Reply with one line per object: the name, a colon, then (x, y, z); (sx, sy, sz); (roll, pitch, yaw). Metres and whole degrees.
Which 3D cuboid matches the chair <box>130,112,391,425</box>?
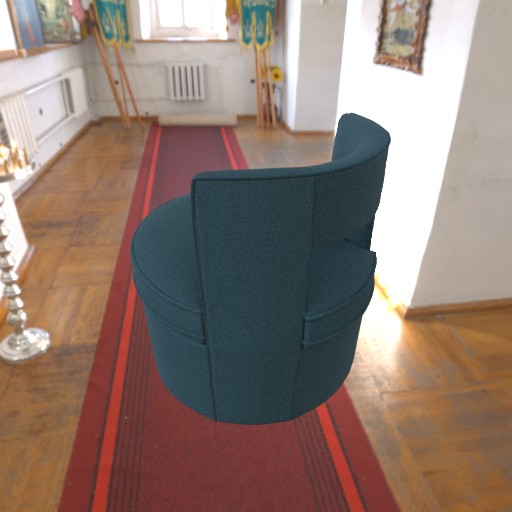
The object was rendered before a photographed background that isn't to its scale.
chair: (0.000, 0.000, 1.246); (0.660, 0.711, 0.684); (20, 36, 31)
